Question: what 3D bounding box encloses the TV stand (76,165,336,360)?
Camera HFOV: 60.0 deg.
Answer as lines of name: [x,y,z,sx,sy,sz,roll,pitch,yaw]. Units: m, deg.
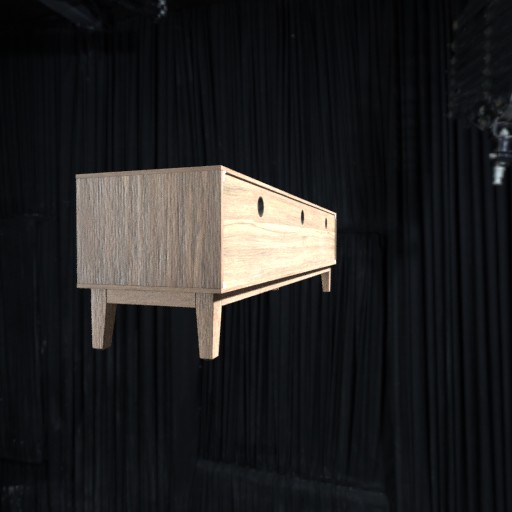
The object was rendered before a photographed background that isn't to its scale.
TV stand: [0.000,0.000,1.669,0.366,0.409,1.482,1,2,19]
